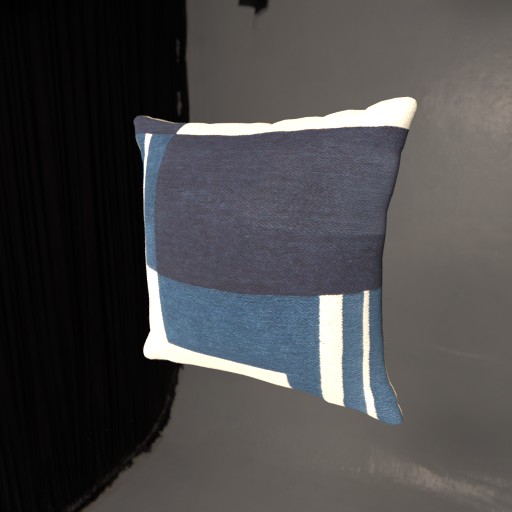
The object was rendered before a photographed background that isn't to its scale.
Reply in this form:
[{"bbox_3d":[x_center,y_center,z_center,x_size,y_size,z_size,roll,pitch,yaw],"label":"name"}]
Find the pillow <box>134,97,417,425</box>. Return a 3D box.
[{"bbox_3d":[0.000,0.000,0.781,0.536,0.506,0.229,7,15,27],"label":"pillow"}]
